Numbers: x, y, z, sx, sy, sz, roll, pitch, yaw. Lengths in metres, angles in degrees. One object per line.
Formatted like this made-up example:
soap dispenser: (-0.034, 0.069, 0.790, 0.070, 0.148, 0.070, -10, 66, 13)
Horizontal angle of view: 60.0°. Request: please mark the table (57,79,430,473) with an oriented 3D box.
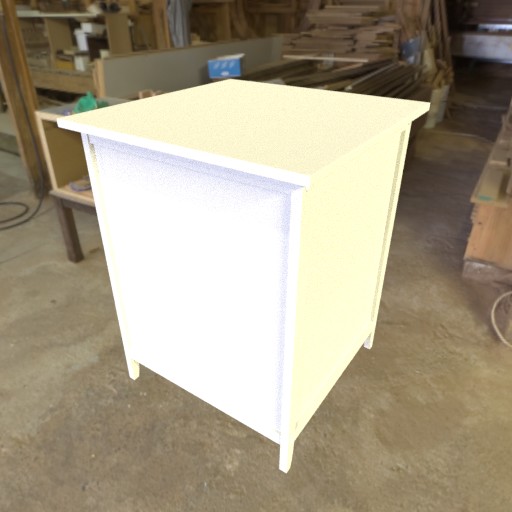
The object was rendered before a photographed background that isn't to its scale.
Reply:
table: (0.000, 0.000, 0.752, 0.381, 0.483, 0.381, 19, 36, 29)
